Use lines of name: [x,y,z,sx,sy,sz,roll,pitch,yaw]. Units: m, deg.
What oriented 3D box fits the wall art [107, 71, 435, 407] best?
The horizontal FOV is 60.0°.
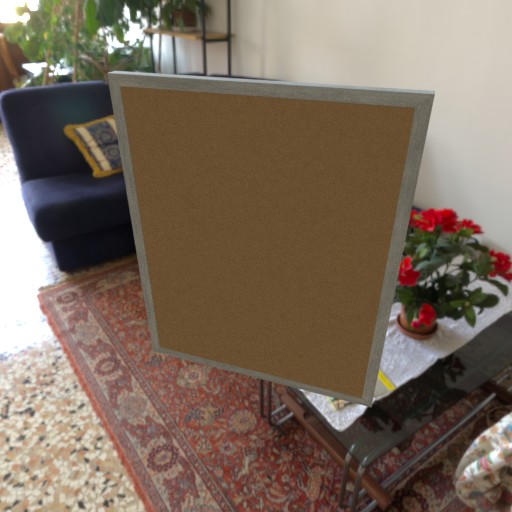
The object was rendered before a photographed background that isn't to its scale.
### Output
wall art: [0.000,0.000,0.781,0.479,0.582,0.022,10,33,16]
